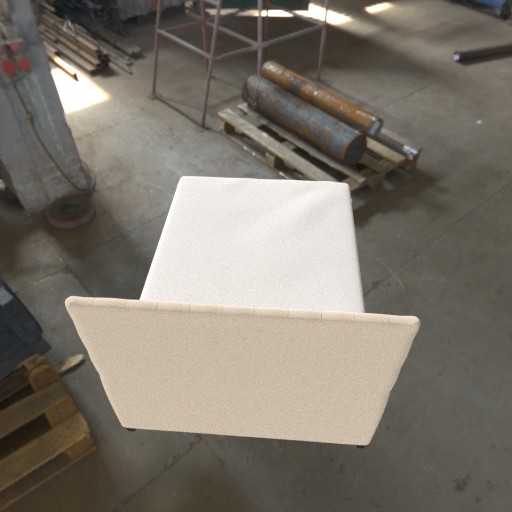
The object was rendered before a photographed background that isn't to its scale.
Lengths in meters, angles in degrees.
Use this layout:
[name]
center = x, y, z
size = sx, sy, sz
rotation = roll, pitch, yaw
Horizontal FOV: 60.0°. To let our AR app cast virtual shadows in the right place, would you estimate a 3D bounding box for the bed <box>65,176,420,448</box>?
[bed]
center = 0.000, 0.000, 3.332
size = 1.696, 1.426, 2.233
rotation = 3, 45, 3
